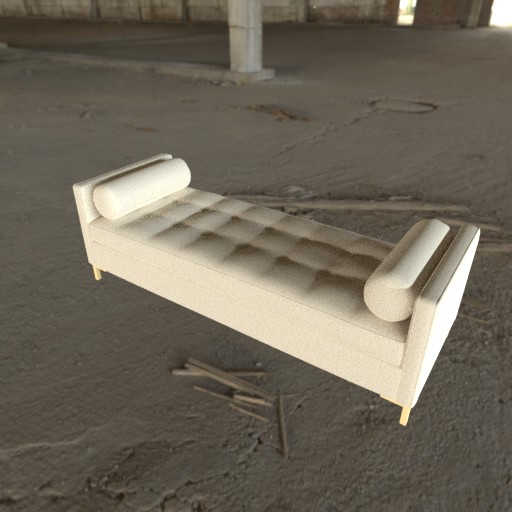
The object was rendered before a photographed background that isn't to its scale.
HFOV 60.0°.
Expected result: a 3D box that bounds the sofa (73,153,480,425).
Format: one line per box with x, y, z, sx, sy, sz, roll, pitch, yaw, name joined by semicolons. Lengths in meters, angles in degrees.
0.000;0.000;2.373;1.985;0.641;0.746;19;35;29;sofa
